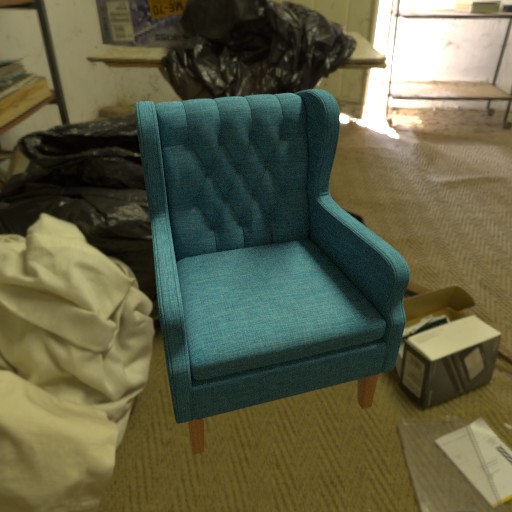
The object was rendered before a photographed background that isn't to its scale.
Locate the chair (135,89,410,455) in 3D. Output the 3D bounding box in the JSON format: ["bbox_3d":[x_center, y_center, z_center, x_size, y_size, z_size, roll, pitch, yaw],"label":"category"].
[{"bbox_3d":[0.000,0.000,1.512,0.711,0.952,0.775,-9,34,-14],"label":"chair"}]
